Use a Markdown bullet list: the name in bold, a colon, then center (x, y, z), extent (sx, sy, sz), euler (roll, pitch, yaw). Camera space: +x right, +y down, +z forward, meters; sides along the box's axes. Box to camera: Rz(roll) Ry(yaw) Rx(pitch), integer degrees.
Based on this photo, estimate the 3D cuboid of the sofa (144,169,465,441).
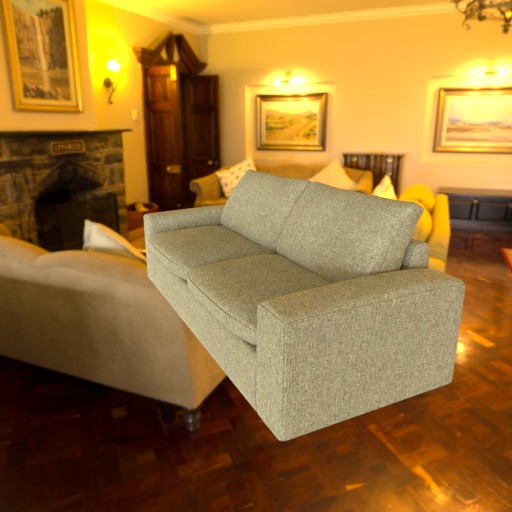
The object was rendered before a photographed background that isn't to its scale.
- **sofa**: center (0.000, 0.000, 2.845), extent (1.040, 0.922, 2.299), euler (-8, 18, -25)
